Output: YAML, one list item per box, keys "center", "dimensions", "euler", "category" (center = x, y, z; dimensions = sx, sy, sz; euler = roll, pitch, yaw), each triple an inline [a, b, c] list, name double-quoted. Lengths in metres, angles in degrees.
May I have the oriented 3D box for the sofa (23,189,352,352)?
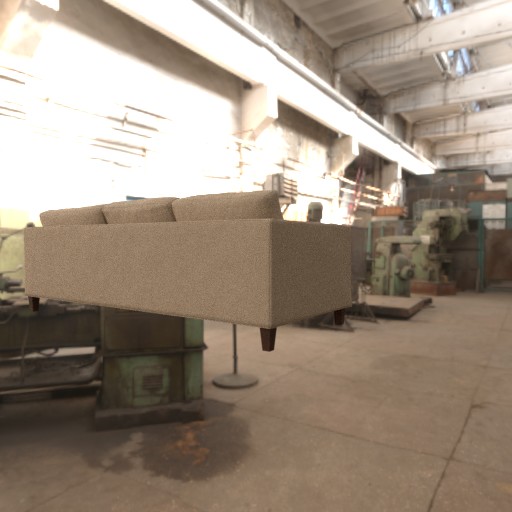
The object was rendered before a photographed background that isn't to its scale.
- center: [0.000, 0.000, 4.209]
  dimensions: [2.432, 0.863, 3.182]
  euler: [1, 2, 35]
  category: "sofa"
